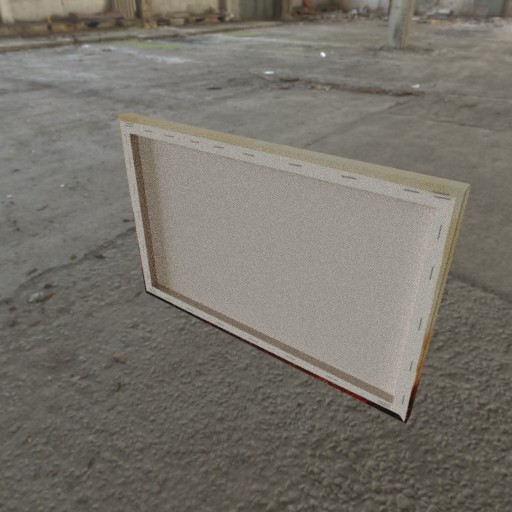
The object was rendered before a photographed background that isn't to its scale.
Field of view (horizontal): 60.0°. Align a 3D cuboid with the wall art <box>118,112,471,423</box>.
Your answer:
[{"bbox_3d":[0.000,0.000,1.156,0.918,0.602,0.038,20,36,30],"label":"wall art"}]
